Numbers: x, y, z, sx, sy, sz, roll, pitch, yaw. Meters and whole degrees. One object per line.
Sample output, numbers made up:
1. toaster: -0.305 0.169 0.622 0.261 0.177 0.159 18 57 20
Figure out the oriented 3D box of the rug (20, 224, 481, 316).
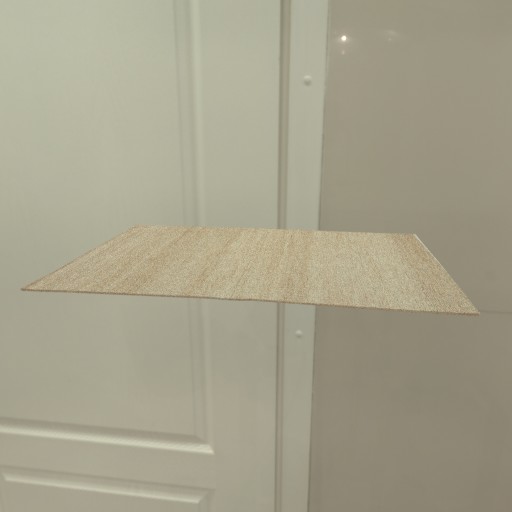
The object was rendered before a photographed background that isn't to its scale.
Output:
1. rug: 0.000 0.000 2.953 2.346 0.029 1.574 2 17 8
